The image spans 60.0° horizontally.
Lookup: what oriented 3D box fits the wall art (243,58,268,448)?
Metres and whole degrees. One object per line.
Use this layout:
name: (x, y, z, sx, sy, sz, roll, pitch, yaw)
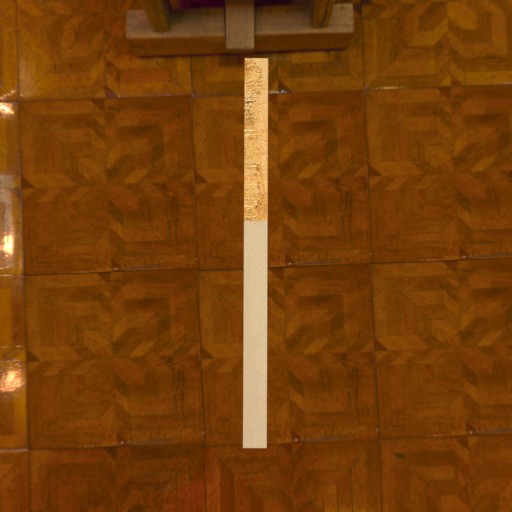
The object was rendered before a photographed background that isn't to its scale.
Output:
wall art: (0.000, 0.000, 1.146, 0.039, 0.911, 0.607, 0, 89, 0)
